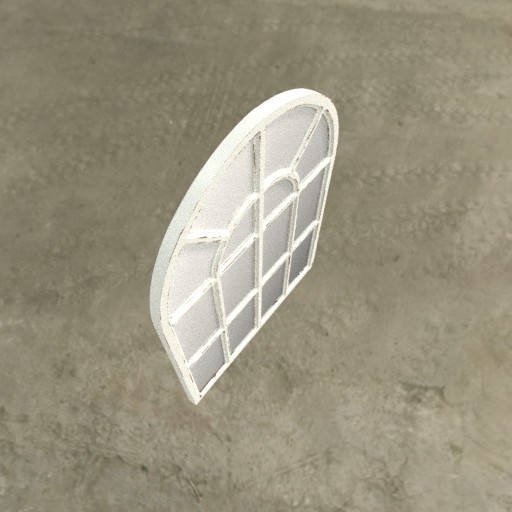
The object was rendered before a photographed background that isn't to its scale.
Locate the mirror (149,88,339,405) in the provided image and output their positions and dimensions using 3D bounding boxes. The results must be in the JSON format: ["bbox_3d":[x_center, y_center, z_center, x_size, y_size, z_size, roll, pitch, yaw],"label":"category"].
[{"bbox_3d":[0.000,0.000,1.165,0.032,0.920,0.660,33,63,19],"label":"mirror"}]
